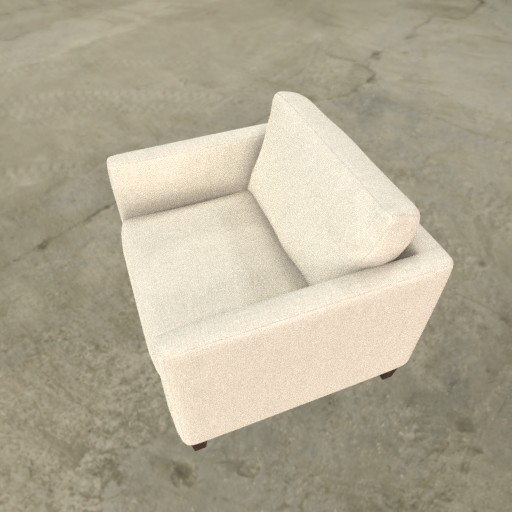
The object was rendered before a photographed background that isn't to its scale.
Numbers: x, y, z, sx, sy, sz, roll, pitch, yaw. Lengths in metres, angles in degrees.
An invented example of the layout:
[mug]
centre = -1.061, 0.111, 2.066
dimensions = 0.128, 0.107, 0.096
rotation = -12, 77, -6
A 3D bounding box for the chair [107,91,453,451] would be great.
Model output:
[chair]
centre = 0.000, 0.000, 1.725
dimensions = 0.959, 0.919, 0.996
rotation = -16, 49, -14
